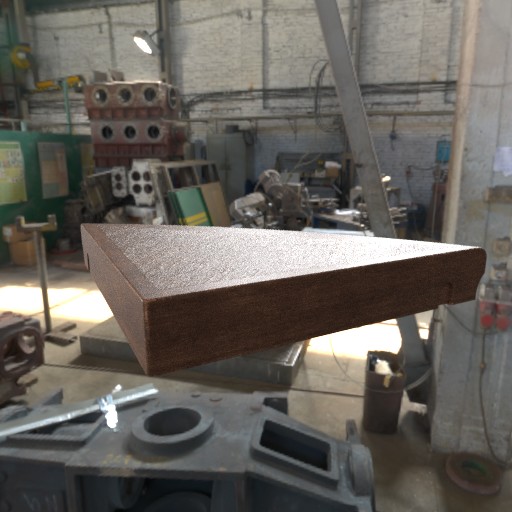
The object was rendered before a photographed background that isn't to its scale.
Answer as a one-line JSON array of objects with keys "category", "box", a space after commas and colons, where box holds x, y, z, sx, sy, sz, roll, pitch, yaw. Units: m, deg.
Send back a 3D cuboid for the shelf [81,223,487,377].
[{"category": "shelf", "box": [0.000, 0.000, 0.465, 0.310, 0.050, 0.310, -7, 15, -27]}]
